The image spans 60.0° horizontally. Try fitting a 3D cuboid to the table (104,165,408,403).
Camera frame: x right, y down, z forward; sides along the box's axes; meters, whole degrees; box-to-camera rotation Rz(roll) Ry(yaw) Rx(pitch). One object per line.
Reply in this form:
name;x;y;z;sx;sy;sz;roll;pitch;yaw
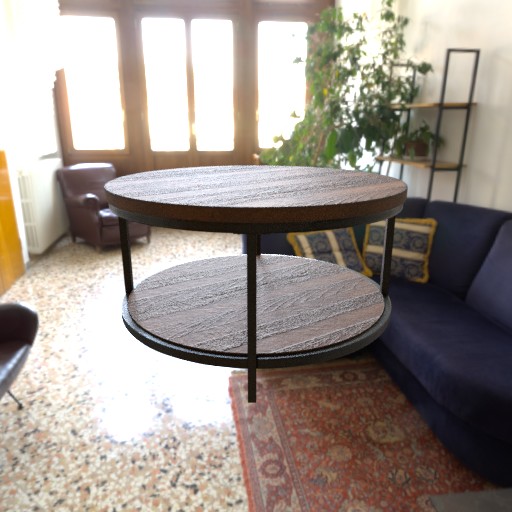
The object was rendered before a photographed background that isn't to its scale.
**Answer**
table;0.000;0.000;1.354;0.837;0.462;0.837;0;17;0
